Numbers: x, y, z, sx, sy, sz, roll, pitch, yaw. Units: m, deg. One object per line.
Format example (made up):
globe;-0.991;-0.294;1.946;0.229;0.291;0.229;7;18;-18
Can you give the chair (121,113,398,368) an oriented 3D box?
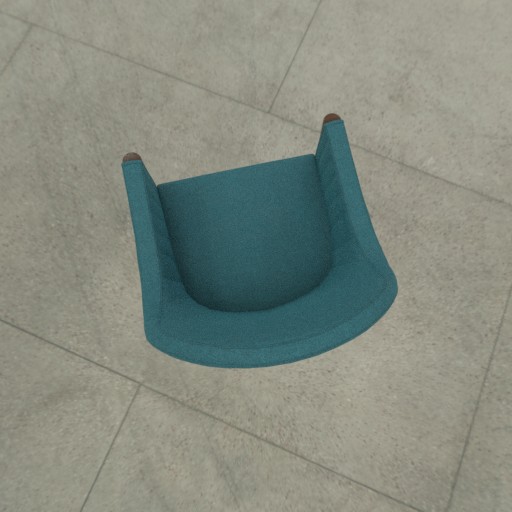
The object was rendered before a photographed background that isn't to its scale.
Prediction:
chair;0.000;0.000;1.340;0.656;0.907;0.652;-12;76;-3
